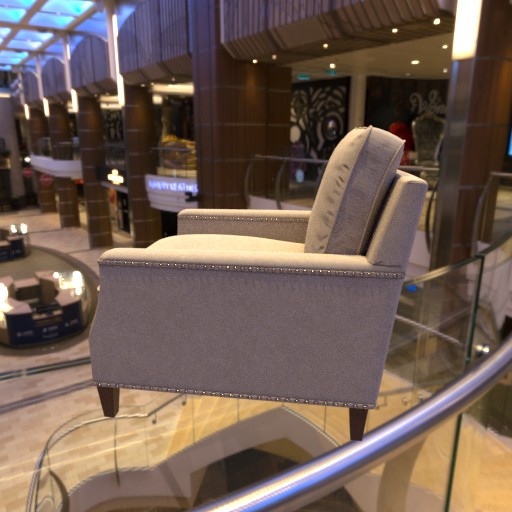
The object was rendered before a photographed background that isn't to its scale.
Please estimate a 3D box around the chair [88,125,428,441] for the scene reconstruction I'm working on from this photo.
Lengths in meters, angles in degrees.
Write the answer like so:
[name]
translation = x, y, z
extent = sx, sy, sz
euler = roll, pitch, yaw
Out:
[chair]
translation = 0.000, 0.000, 1.684
extent = 1.014, 0.943, 0.853
euler = 2, 16, 8
